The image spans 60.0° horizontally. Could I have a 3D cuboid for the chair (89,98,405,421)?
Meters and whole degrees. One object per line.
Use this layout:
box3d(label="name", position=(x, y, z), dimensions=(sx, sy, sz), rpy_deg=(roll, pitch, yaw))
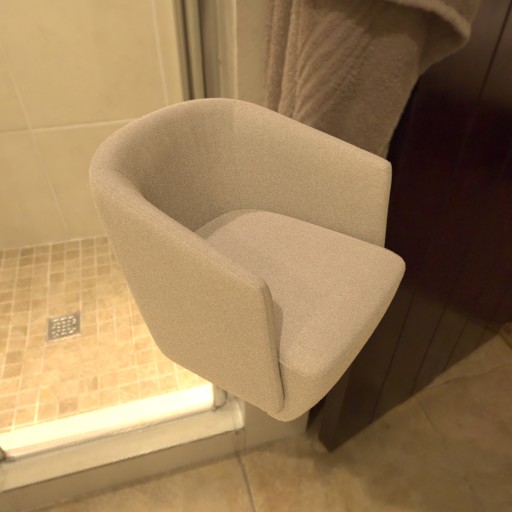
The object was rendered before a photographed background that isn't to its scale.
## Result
box3d(label="chair", position=(0.000, 0.000, 1.650), dimensions=(0.986, 0.861, 0.822), rpy_deg=(26, 47, 27))
